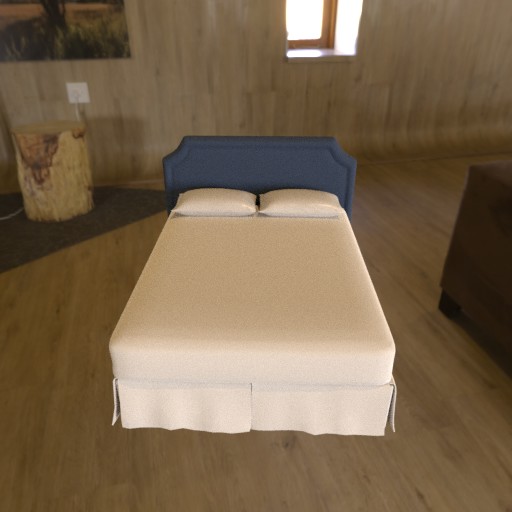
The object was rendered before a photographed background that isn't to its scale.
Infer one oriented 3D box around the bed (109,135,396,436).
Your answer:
[{"bbox_3d":[0.000,0.000,3.414,1.831,1.297,2.260,1,29,1],"label":"bed"}]
